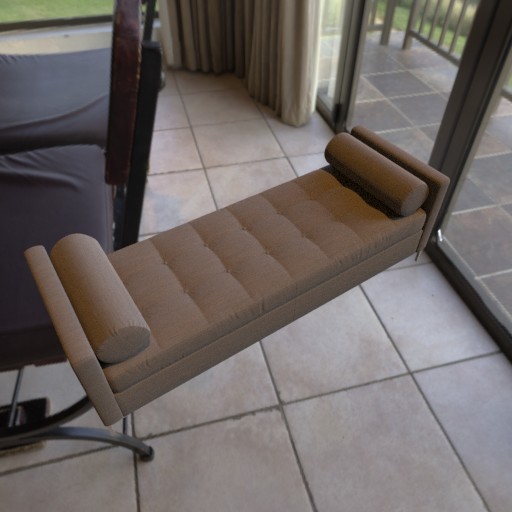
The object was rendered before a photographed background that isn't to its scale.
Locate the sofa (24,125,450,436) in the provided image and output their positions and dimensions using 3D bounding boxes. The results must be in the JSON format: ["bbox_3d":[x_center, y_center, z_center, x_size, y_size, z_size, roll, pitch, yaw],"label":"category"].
[{"bbox_3d":[0.000,0.000,2.317,1.981,0.635,0.686,-25,51,-23],"label":"sofa"}]
